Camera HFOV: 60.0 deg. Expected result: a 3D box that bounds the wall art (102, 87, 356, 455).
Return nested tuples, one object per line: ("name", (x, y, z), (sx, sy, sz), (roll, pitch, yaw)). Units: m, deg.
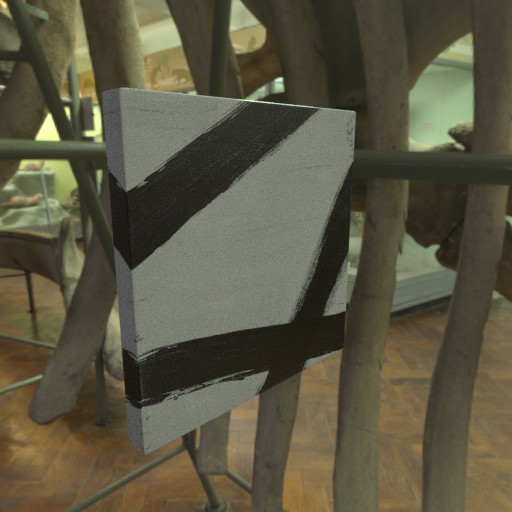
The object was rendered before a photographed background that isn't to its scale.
("wall art", (0.000, 0.000, 0.776), (0.507, 0.508, 0.050), (-13, 19, -43))
